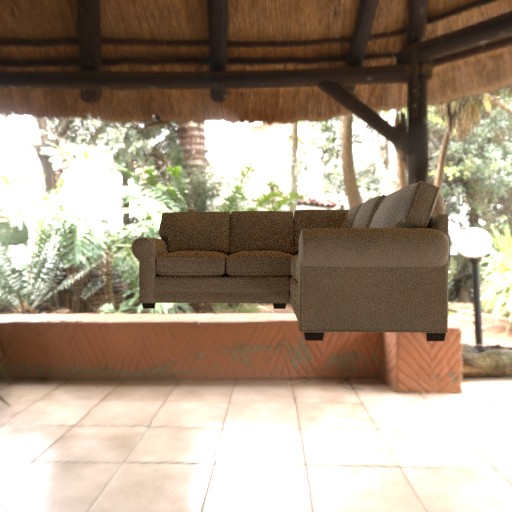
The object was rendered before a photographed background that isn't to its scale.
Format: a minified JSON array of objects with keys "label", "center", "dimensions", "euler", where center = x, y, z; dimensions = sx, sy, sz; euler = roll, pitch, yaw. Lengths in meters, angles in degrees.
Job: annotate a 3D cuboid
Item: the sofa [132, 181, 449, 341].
[{"label":"sofa","center":[0.000,0.000,3.991],"dimensions":[2.487,1.054,2.569],"euler":[0,1,1]}]
